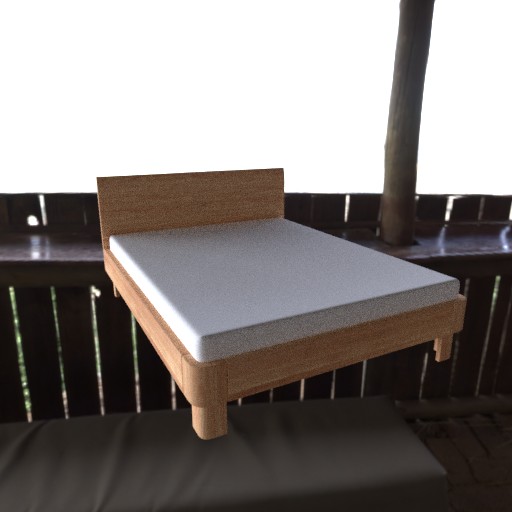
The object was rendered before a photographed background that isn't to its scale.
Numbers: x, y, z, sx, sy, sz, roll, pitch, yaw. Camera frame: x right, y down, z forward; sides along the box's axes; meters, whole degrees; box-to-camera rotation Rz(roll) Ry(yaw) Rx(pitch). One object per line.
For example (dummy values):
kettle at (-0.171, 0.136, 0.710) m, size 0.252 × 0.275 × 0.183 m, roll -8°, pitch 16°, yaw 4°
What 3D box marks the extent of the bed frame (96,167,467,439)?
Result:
bed frame at (0.000, 0.000, 2.990) m, size 1.660 × 0.940 × 2.092 m, roll -8°, pitch 18°, yaw -26°
